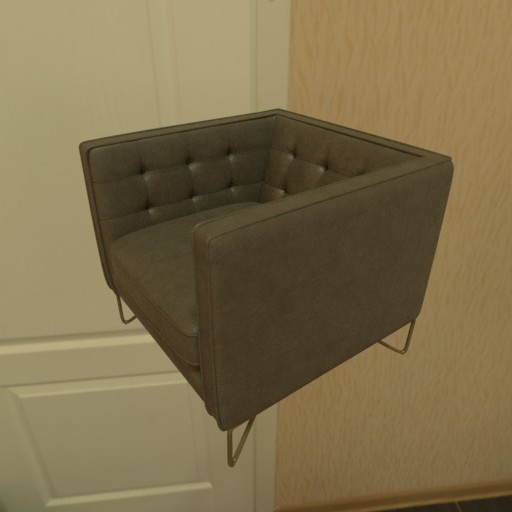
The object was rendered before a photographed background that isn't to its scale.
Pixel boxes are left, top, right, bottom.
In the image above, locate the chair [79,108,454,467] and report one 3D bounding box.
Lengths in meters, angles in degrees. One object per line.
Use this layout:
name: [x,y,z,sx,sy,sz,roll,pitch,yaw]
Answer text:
chair: [0.000,0.000,1.595,0.894,0.790,0.880,-20,36,-31]
